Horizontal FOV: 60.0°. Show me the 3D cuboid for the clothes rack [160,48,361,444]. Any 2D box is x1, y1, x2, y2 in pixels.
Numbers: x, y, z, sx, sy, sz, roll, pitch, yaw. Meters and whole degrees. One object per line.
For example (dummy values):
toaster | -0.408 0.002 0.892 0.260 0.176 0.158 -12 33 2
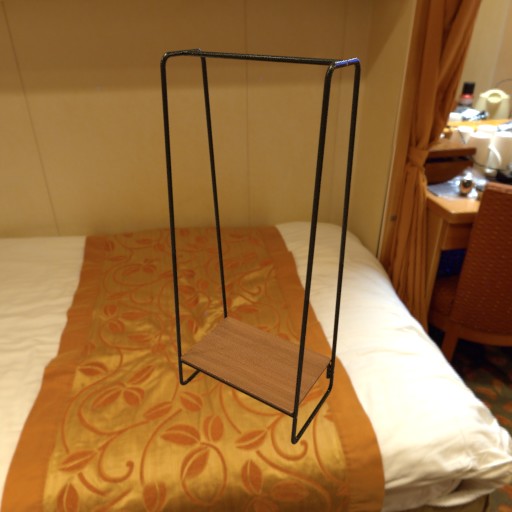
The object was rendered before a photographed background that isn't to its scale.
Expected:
clothes rack | 0.000 0.000 1.806 0.640 1.500 0.400 18 34 28
